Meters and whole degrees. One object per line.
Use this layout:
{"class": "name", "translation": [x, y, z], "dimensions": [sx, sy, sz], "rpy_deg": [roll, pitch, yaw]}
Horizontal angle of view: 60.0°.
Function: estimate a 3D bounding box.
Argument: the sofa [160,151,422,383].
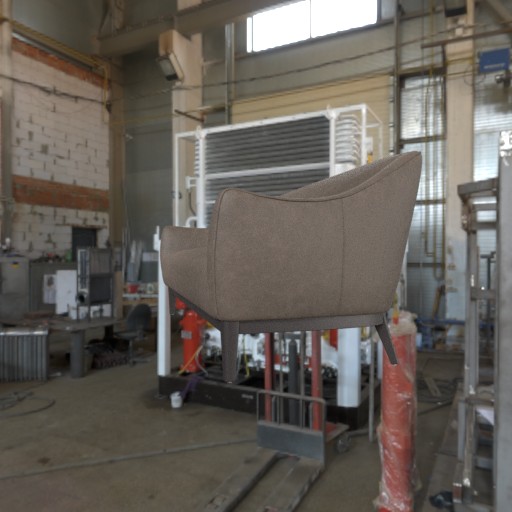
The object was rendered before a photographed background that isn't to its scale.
{"class": "sofa", "translation": [0.000, 0.000, 2.395], "dimensions": [0.869, 0.831, 1.928], "rpy_deg": [0, 0, -17]}
